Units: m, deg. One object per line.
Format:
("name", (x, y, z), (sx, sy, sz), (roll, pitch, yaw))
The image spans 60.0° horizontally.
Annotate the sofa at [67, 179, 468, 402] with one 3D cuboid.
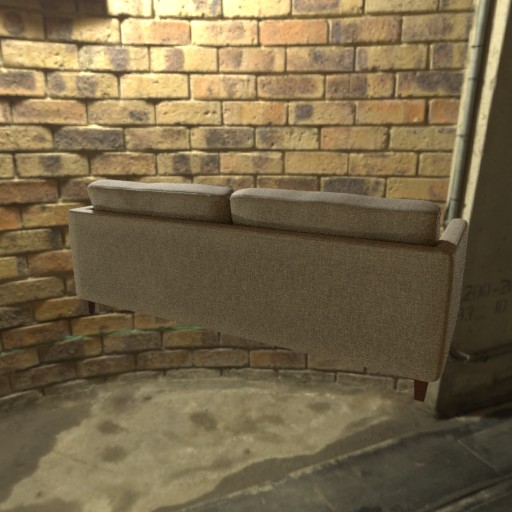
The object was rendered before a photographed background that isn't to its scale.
("sofa", (0.000, 0.000, 2.888), (2.434, 0.951, 0.948), (8, 17, 27))
